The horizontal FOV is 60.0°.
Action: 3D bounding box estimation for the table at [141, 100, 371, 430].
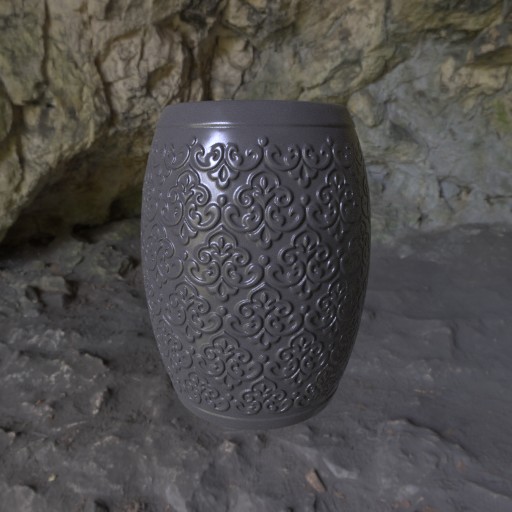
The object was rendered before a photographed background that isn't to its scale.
[{"bbox_3d":[0.000,0.000,0.619,0.309,0.397,0.309,0,15,0],"label":"table"}]
